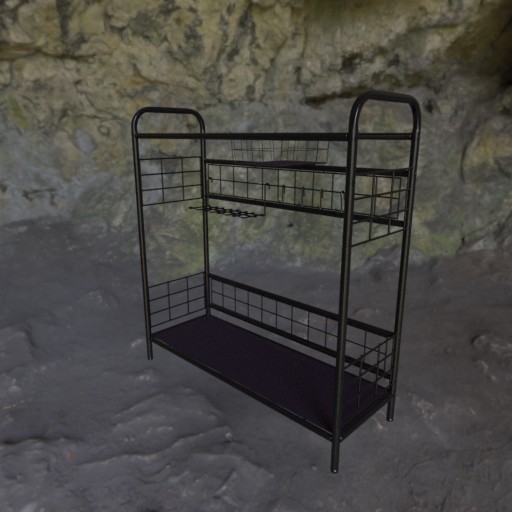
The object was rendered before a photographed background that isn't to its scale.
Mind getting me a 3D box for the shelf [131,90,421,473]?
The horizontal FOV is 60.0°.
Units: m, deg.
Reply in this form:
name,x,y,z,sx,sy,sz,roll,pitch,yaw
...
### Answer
name,x,y,z,sx,sy,sz,roll,pitch,yaw
shelf,0.000,0.000,1.554,0.961,1.026,0.350,14,21,42
